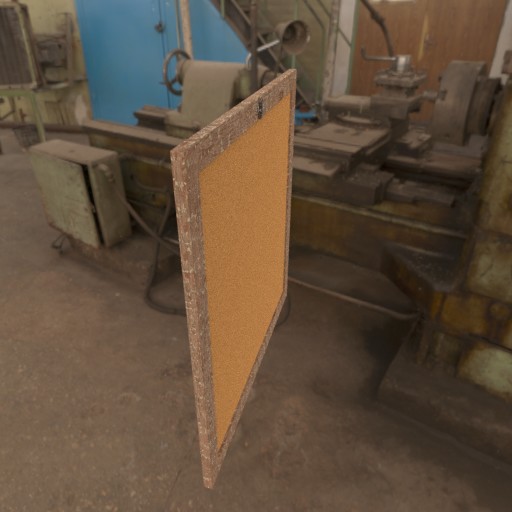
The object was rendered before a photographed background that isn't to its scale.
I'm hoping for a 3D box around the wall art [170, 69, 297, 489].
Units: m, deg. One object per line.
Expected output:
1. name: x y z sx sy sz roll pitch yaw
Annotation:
1. wall art: 0.000 0.000 0.556 0.012 0.384 0.384 8 32 14
